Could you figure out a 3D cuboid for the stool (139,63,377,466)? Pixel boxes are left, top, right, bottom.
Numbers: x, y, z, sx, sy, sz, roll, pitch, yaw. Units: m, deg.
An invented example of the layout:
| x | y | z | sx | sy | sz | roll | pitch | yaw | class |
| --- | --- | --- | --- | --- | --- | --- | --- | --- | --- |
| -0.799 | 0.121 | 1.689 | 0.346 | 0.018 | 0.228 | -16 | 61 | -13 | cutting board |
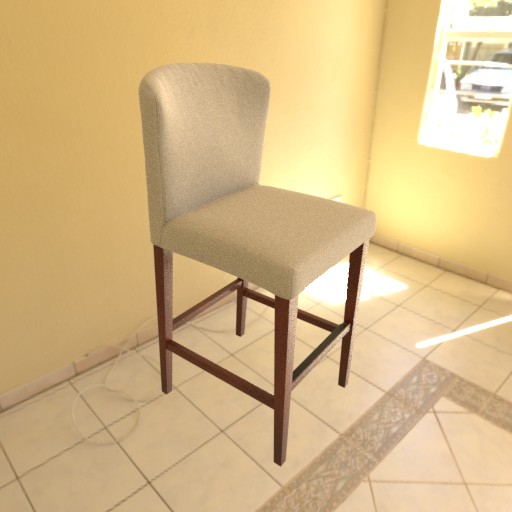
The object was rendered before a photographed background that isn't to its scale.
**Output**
| x | y | z | sx | sy | sz | roll | pitch | yaw | class |
| --- | --- | --- | --- | --- | --- | --- | --- | --- | --- |
| 0.000 | 0.000 | 1.360 | 0.568 | 1.069 | 0.479 | 19 | 33 | 33 | stool |
